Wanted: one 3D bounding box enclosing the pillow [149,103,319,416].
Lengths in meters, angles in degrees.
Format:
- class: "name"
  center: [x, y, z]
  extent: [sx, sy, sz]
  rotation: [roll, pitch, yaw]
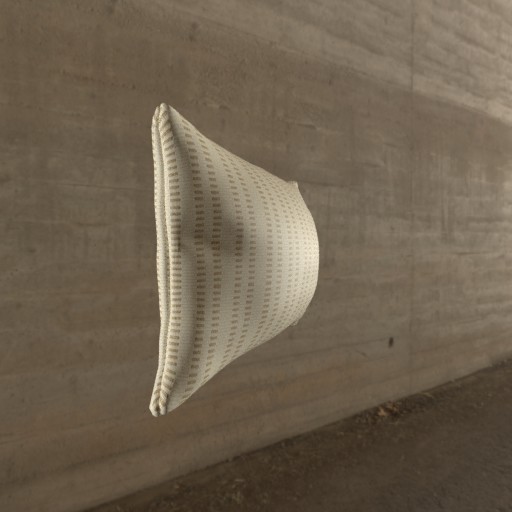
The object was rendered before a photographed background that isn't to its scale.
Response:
- class: "pillow"
  center: [0.000, 0.000, 0.791]
  extent: [0.210, 0.353, 0.640]
  rotation: [0, 1, 18]
